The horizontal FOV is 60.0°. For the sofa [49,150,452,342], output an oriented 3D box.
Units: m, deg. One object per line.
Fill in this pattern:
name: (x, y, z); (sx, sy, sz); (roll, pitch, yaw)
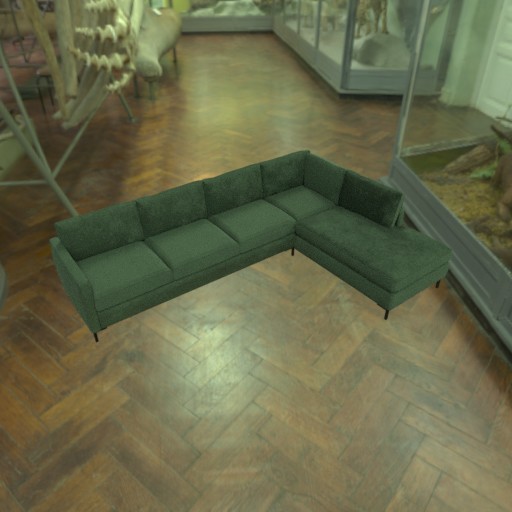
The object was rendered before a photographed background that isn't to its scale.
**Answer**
sofa: (0.000, 0.000, 3.290); (2.486, 0.687, 1.707); (-23, 40, -30)
